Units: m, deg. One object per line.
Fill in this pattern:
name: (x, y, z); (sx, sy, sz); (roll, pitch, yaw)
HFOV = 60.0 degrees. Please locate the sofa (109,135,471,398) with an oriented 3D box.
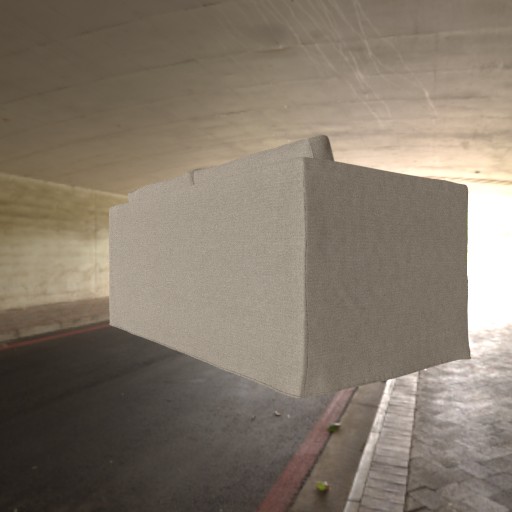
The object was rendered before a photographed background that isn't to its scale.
sofa: (0.000, 0.000, 2.240); (0.956, 0.828, 1.766); (0, 0, -36)
